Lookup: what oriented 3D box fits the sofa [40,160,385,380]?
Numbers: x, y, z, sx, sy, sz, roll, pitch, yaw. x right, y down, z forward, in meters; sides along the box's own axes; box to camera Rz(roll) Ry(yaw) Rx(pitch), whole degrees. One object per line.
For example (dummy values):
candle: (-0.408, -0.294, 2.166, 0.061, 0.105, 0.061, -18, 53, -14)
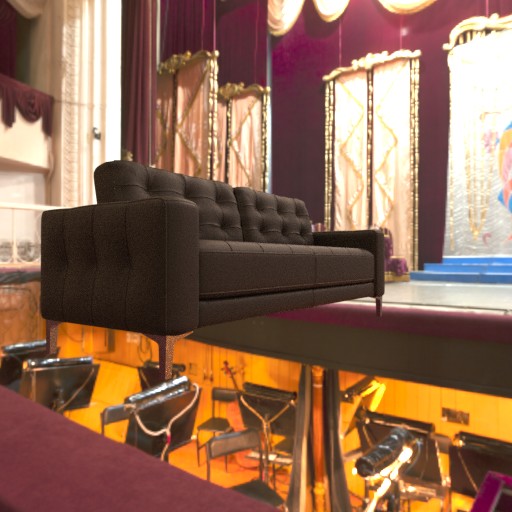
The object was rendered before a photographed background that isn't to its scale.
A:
sofa: (0.000, 0.000, 2.678, 0.833, 0.893, 2.275, 0, -1, 35)
